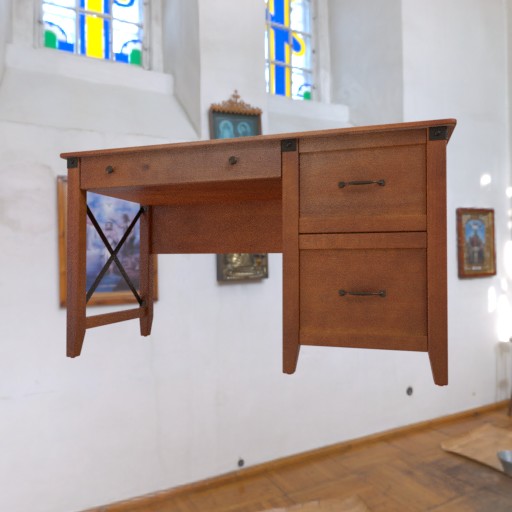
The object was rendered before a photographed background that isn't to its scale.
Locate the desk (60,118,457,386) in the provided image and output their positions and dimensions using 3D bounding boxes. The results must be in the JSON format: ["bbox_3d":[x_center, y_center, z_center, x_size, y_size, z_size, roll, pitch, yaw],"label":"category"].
[{"bbox_3d":[0.000,0.000,1.701,1.353,0.756,0.574,0,-1,17],"label":"desk"}]
